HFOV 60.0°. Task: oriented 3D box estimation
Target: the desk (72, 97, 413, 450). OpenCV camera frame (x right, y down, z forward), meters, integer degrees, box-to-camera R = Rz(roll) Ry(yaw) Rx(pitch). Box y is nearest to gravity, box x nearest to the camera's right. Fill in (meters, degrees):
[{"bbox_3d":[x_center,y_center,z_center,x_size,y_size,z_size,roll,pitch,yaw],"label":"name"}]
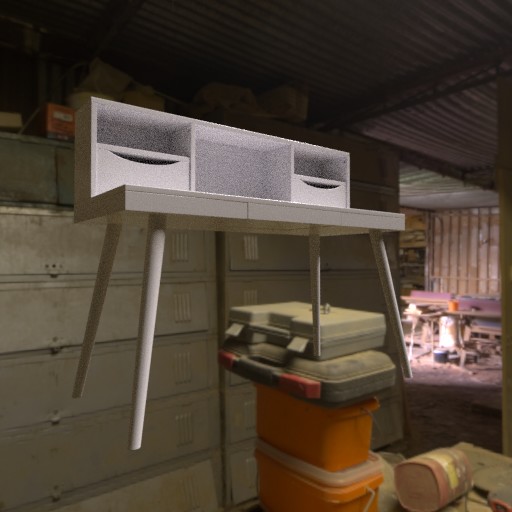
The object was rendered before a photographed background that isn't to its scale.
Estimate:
[{"bbox_3d":[0.000,0.000,1.690,1.199,0.990,0.559,1,-1,-37],"label":"desk"}]
